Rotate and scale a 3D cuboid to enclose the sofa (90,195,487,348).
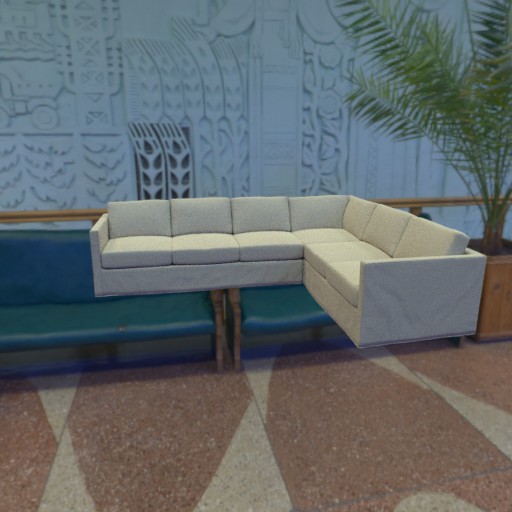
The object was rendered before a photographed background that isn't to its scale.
[{"bbox_3d":[0.000,0.000,4.333,3.182,0.871,2.432,-3,16,-10],"label":"sofa"}]
